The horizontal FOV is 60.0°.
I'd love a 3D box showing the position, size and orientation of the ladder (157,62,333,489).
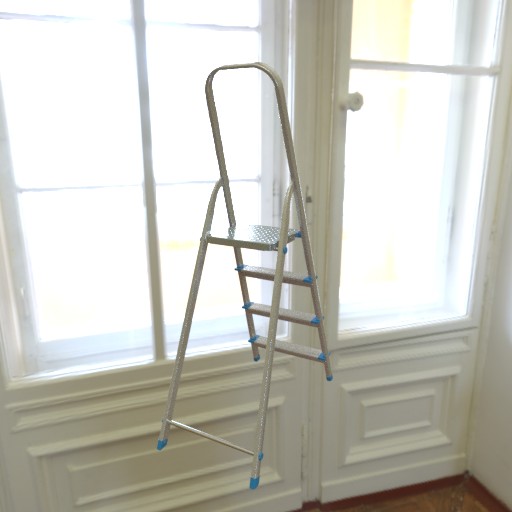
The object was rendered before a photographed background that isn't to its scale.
[{"bbox_3d":[0.000,0.000,1.815,0.445,1.434,0.842,8,17,27],"label":"ladder"}]
